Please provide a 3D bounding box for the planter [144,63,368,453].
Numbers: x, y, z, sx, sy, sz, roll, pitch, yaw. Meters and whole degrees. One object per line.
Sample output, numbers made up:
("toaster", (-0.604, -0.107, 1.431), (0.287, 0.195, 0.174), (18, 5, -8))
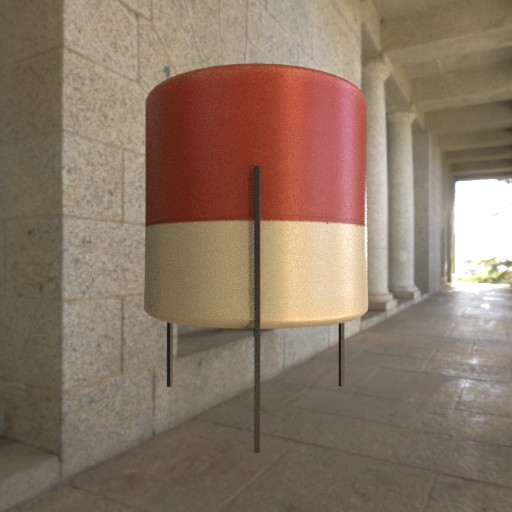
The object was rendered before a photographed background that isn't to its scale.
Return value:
("planter", (0.000, 0.000, 0.699), (0.345, 0.465, 0.354), (0, 0, 0))
